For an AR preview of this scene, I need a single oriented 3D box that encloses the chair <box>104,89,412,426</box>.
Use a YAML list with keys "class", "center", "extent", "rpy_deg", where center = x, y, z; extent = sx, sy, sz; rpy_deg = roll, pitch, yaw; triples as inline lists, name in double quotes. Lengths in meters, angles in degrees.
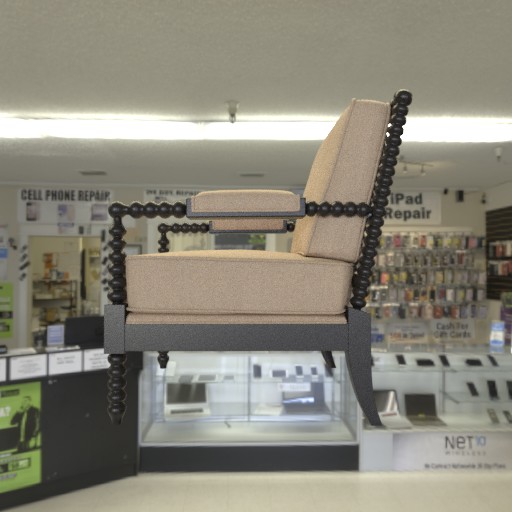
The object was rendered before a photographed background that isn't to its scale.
- class: "chair"
  center: [0.000, 0.000, 1.173]
  extent: [0.657, 0.703, 0.555]
  rpy_deg: [0, -1, -1]
